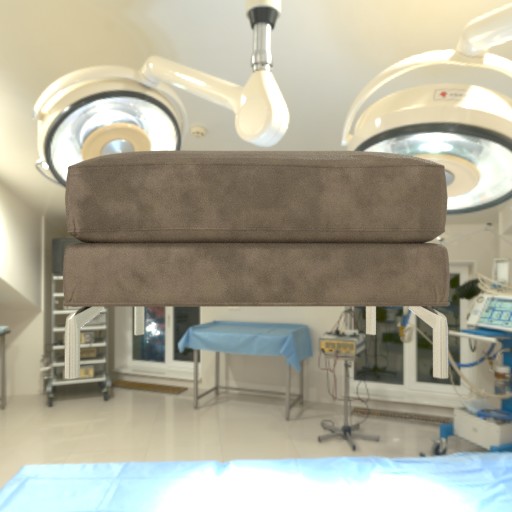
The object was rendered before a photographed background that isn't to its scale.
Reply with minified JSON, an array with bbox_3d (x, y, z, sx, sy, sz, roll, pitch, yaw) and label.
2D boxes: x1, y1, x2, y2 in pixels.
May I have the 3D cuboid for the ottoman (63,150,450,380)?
[{"bbox_3d":[0.000,0.000,1.063,0.719,0.456,0.520,0,-1,0],"label":"ottoman"}]
